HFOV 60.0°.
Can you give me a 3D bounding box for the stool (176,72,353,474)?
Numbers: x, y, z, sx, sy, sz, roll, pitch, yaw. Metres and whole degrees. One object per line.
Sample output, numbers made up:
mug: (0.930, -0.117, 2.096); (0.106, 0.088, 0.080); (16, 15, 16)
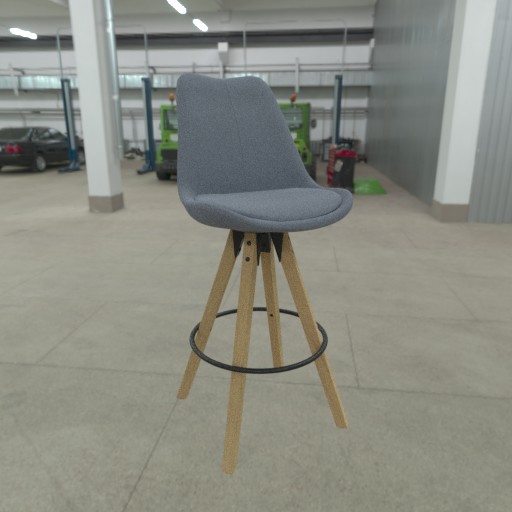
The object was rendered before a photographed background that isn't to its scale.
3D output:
stool: (0.000, 0.000, 1.410); (0.485, 1.115, 0.550); (-9, 19, -27)
